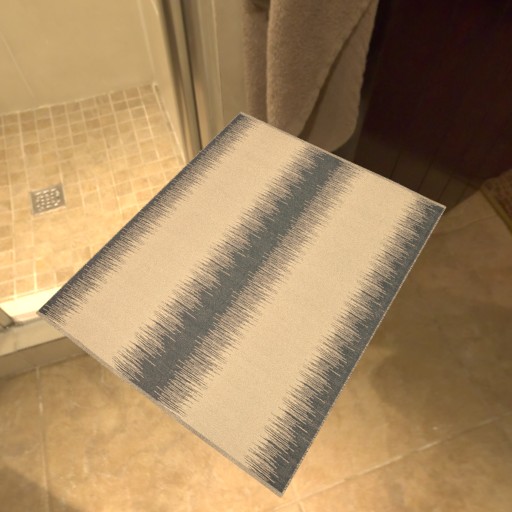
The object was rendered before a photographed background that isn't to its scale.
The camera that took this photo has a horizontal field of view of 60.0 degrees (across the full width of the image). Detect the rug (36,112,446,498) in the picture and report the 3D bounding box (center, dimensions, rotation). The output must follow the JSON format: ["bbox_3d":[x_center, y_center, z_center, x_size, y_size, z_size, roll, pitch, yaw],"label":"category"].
[{"bbox_3d":[0.000,0.000,4.033,2.453,0.004,3.037,30,63,17],"label":"rug"}]
